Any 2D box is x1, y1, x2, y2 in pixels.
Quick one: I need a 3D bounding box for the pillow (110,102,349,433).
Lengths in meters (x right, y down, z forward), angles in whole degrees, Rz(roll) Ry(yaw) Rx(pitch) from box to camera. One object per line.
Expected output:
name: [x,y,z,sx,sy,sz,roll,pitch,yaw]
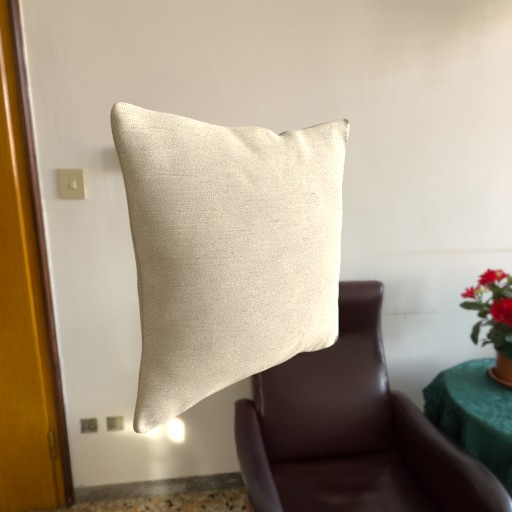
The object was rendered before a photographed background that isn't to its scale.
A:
pillow: [0.000,0.000,0.677,0.437,0.420,0.162,-12,18,-42]
